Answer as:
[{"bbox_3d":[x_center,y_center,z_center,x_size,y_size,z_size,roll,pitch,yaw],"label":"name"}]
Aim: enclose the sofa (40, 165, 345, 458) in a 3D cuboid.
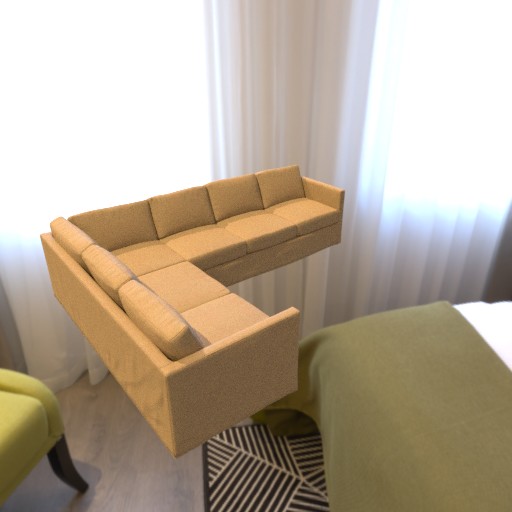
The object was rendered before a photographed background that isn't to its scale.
[{"bbox_3d":[0.000,0.000,4.215,3.182,0.871,2.432,-20,33,-34],"label":"sofa"}]
